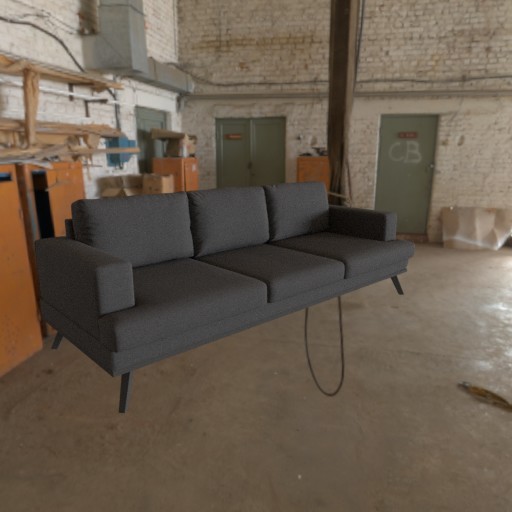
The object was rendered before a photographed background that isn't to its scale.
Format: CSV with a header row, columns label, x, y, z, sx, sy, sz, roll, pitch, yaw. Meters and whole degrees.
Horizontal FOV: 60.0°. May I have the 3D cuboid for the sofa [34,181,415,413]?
label,x,y,z,sx,sy,sz,roll,pitch,yaw
sofa,0.000,0.000,2.756,2.310,0.810,0.920,-12,18,-41
